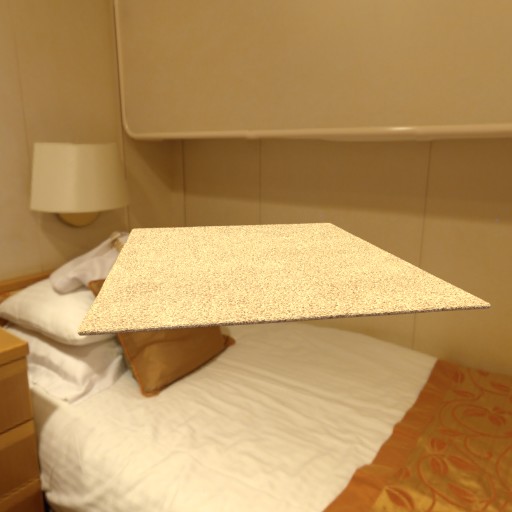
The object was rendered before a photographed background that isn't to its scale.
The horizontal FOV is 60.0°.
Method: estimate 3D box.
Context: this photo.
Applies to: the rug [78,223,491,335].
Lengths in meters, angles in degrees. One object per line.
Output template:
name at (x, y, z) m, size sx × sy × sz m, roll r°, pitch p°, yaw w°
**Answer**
rug at (0.000, 0.000, 3.982) m, size 2.438 × 0.029 × 3.047 m, roll -2°, pitch 14°, yaw -9°
